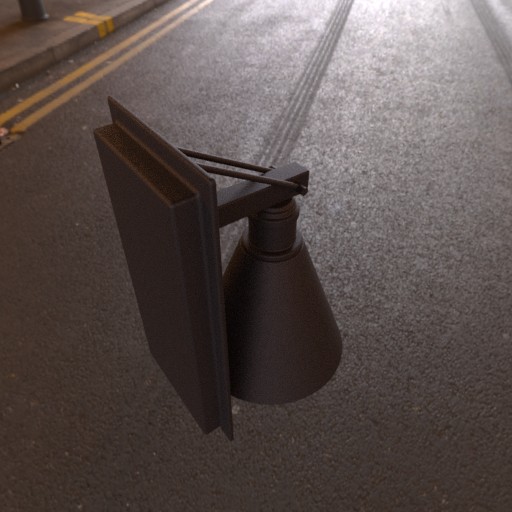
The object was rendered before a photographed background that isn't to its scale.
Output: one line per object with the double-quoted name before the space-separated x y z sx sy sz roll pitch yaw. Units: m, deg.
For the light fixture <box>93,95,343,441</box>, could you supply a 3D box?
"light fixture" 0.000 0.000 0.419 0.207 0.298 0.170 -26 47 -26
